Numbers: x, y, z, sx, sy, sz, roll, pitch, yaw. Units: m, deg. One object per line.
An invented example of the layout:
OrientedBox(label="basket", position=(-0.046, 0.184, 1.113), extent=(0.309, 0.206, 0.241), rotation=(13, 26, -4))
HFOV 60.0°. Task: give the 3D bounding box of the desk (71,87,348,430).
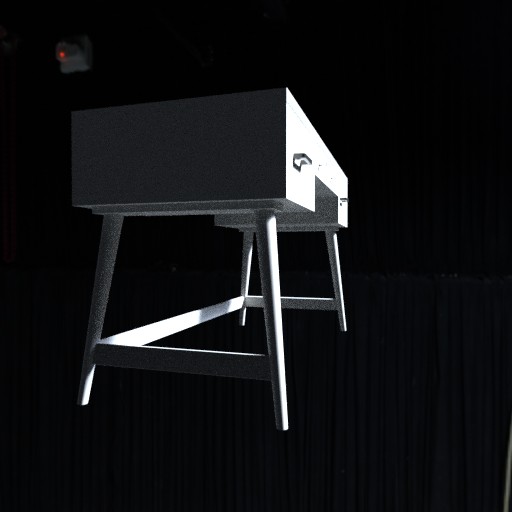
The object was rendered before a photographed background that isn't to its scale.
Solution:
OrientedBox(label="desk", position=(0.000, 0.000, 1.690), extent=(0.589, 0.762, 1.313), rotation=(0, 1, 17))
